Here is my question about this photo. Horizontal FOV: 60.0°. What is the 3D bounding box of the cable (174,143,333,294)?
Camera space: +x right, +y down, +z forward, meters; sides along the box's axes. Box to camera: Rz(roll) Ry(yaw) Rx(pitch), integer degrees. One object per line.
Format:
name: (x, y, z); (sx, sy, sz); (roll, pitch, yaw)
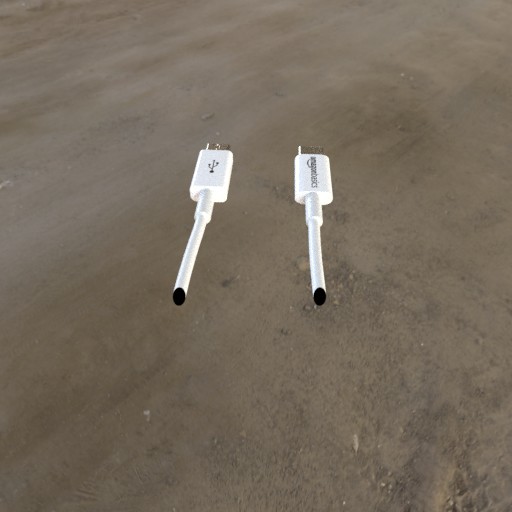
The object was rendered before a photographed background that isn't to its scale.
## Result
cable: (0.000, 0.000, 0.109); (0.040, 0.006, 0.098); (2, 46, 2)
